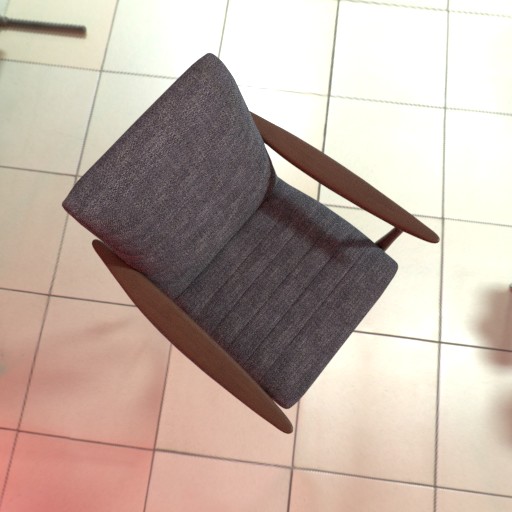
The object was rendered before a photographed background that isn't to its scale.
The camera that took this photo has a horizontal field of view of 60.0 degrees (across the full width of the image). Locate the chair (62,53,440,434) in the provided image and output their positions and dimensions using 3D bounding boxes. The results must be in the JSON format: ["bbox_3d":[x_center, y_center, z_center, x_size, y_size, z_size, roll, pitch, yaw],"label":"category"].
[{"bbox_3d":[0.000,0.000,1.435,0.798,0.832,0.741,39,80,8],"label":"chair"}]
